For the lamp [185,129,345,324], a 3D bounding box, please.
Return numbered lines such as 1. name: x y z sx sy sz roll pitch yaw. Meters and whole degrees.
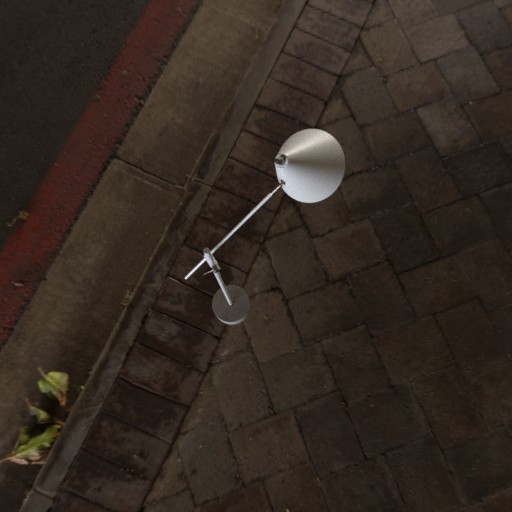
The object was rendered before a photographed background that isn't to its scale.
1. lamp: 0.000 0.000 1.632 0.508 1.430 0.223 -33 79 -7
